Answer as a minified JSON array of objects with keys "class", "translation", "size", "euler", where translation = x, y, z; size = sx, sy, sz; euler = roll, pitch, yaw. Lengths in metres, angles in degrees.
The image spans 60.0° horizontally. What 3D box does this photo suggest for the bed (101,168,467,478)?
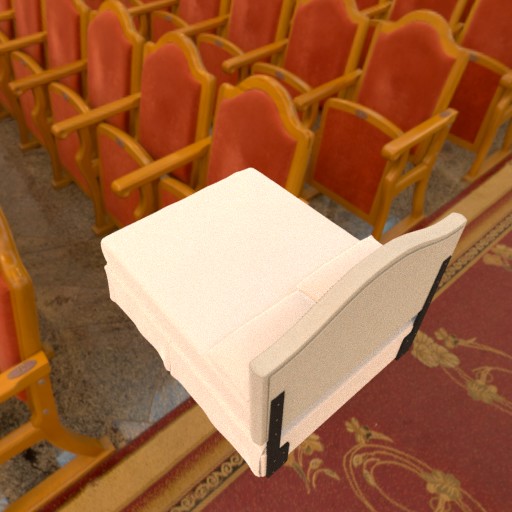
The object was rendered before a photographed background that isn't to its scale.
[{"class":"bed","translation":[0.000,0.000,3.418],"size":[1.813,1.607,2.180],"euler":[-31,53,-27]}]
